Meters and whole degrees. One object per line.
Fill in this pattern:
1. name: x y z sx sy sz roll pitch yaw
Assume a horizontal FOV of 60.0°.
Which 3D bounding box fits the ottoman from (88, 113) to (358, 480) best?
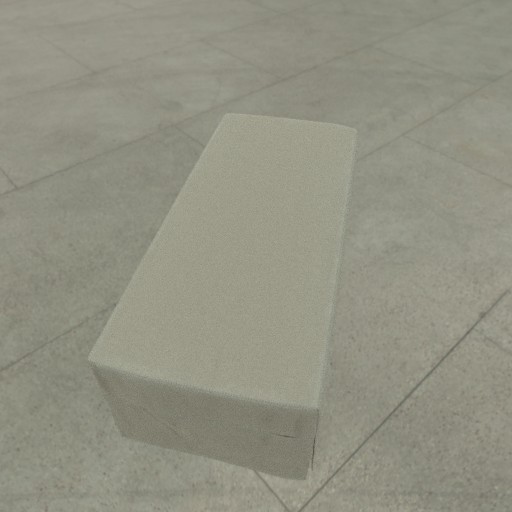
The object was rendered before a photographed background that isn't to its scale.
1. ottoman: 0.000 0.000 1.696 0.665 0.457 1.388 9 47 9
